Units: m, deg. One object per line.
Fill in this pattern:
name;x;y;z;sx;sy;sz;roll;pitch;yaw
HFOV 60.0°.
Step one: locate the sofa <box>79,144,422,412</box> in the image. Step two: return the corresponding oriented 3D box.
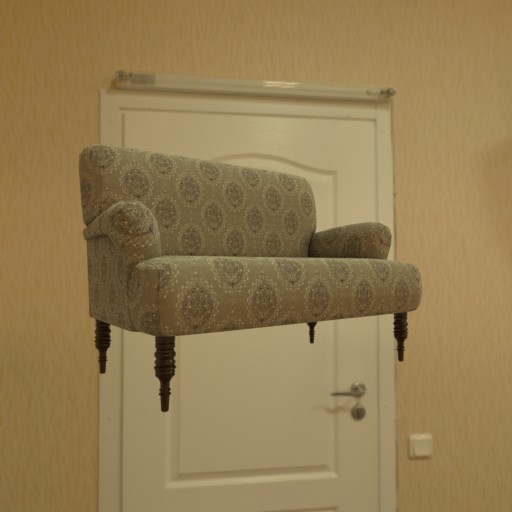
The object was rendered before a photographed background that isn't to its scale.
sofa;0.000;0.000;1.803;1.297;0.889;0.779;1;-2;-37
